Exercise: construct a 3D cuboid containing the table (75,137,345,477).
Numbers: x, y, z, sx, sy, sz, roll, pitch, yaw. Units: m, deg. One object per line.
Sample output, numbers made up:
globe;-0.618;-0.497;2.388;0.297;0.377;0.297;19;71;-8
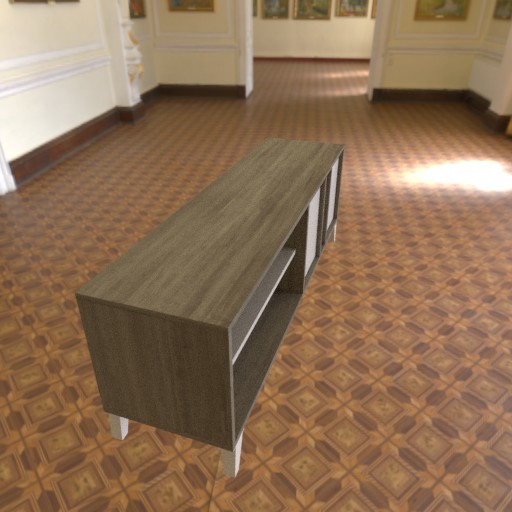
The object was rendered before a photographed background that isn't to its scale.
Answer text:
table;0.000;0.000;1.756;0.400;0.530;1.500;10;31;17
